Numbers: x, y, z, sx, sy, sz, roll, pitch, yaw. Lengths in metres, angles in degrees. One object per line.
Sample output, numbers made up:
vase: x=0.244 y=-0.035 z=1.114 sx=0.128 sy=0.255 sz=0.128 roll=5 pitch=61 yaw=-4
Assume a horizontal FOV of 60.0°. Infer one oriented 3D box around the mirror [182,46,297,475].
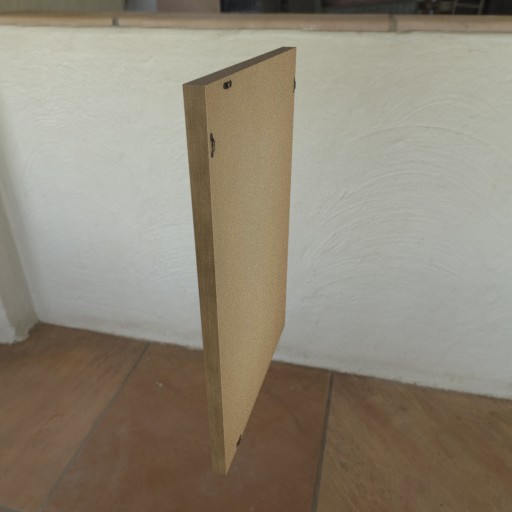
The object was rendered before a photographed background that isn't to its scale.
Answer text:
mirror: x=0.000 y=0.000 z=1.126 sx=0.041 sy=0.915 sz=0.609 roll=9 pitch=31 yaw=15
